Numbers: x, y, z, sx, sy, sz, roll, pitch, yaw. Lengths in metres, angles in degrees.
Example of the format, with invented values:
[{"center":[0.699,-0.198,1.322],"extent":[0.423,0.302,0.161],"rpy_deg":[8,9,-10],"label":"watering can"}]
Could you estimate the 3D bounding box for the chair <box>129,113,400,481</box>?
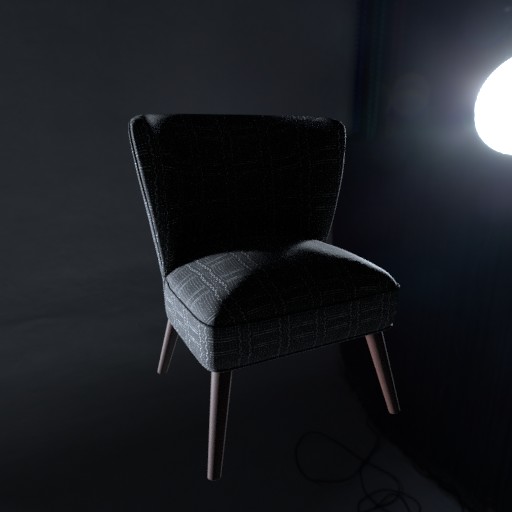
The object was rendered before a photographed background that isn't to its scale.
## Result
[{"center":[0.000,0.000,1.398],"extent":[0.710,0.866,0.758],"rpy_deg":[-8,18,-26],"label":"chair"}]
